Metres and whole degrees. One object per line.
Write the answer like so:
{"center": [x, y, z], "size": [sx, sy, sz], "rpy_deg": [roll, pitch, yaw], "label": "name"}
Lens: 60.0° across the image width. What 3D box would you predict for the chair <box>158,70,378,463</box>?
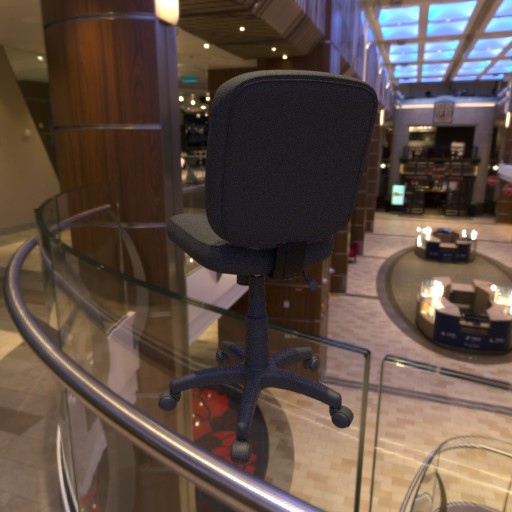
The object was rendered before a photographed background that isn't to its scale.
{"center": [0.000, 0.000, 1.340], "size": [0.610, 0.972, 0.610], "rpy_deg": [-7, 16, -26], "label": "chair"}
